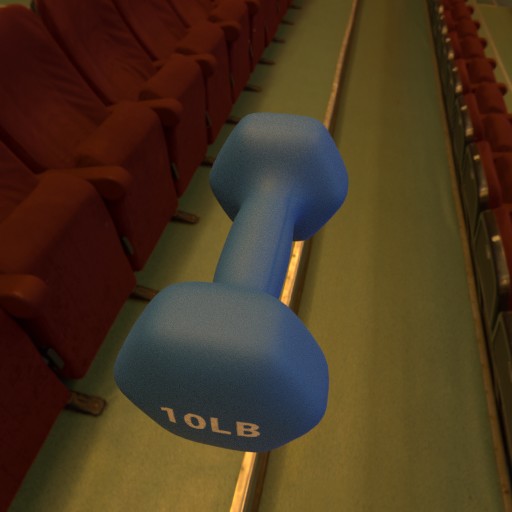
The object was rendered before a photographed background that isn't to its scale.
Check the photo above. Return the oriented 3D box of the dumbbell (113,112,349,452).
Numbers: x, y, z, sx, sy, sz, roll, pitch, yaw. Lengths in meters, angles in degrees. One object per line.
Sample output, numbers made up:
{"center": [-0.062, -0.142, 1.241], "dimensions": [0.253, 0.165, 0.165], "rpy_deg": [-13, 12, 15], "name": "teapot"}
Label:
{"center": [0.000, 0.000, 0.266], "dimensions": [0.103, 0.093, 0.212], "rpy_deg": [9, 45, 9], "name": "dumbbell"}
